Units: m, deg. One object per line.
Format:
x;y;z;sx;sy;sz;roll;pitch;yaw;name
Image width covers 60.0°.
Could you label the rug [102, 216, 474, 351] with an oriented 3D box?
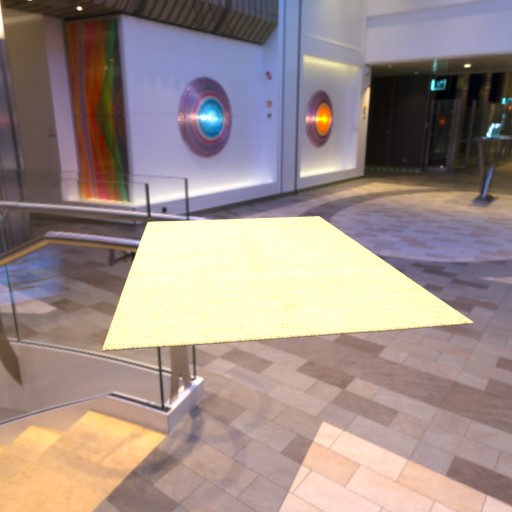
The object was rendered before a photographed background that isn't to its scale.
0.000;0.000;2.323;1.250;0.015;1.850;-3;17;-9;rug
